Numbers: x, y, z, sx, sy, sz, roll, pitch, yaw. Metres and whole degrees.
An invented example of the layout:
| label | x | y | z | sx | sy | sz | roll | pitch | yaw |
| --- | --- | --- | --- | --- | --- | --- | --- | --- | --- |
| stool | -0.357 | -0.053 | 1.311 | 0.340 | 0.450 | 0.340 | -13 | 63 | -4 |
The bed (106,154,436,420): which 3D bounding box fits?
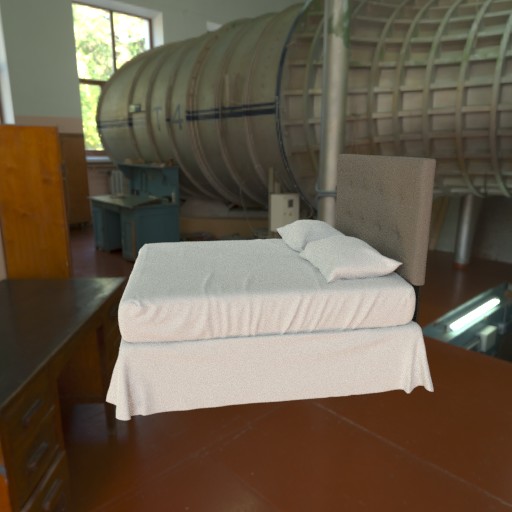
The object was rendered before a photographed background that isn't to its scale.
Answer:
| label | x | y | z | sx | sy | sz | roll | pitch | yaw |
| --- | --- | --- | --- | --- | --- | --- | --- | --- | --- |
| bed | 0.000 | 0.000 | 3.581 | 2.222 | 1.577 | 1.936 | -2 | 14 | -9 |
